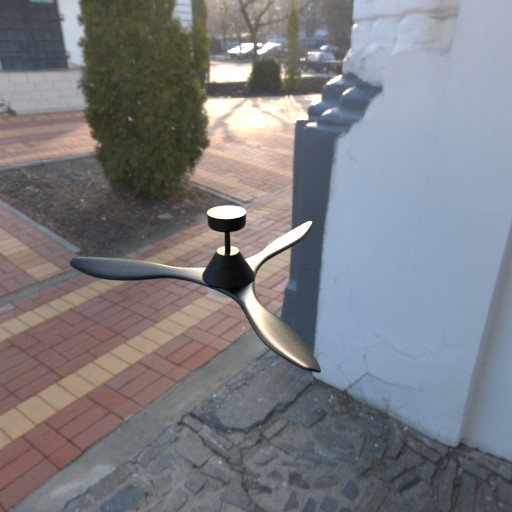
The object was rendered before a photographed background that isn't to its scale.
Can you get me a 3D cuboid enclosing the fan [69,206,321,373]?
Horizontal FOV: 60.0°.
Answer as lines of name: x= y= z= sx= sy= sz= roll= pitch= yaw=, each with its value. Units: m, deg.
fan: x=0.000 y=0.000 z=1.607 sx=1.067 sy=0.305 sz=1.067 roll=-17 pitch=30 yaw=-32
